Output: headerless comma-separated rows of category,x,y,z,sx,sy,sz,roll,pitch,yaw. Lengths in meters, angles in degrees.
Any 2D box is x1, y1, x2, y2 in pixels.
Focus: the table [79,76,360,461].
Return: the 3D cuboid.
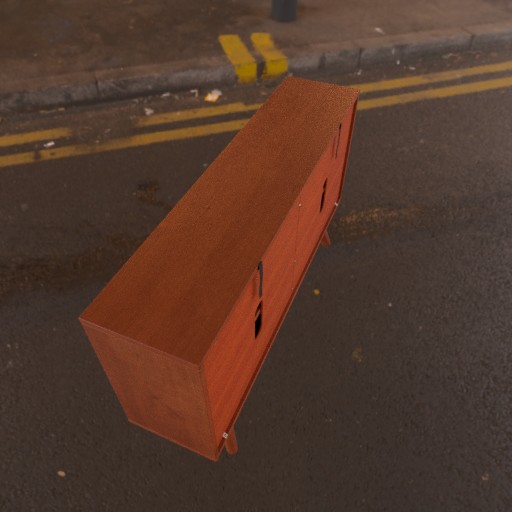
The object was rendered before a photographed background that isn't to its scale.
table,0.000,0.000,1.510,0.308,0.698,1.220,17,49,16
